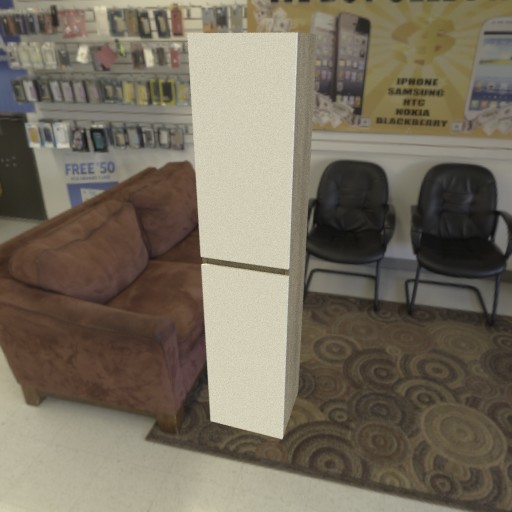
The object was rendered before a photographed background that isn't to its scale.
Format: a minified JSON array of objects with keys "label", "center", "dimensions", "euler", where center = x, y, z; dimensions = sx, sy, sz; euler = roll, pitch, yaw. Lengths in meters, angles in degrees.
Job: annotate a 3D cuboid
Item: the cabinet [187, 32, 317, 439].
[{"label":"cabinet","center":[0.000,0.000,1.561],"dimensions":[0.300,1.400,0.270],"euler":[8,27,16]}]
